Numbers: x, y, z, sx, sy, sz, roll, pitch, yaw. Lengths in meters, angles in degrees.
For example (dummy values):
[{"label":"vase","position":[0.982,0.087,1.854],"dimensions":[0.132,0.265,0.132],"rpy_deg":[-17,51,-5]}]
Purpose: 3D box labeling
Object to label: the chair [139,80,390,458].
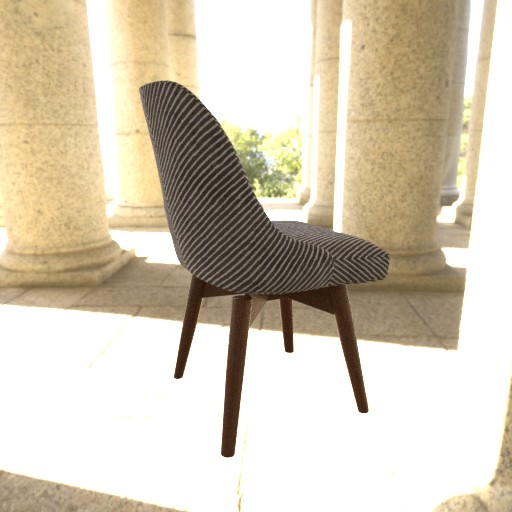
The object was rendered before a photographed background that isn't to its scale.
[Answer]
[{"label":"chair","position":[0.000,0.000,1.259],"dimensions":[0.591,0.883,0.504],"rpy_deg":[-7,15,-25]}]
